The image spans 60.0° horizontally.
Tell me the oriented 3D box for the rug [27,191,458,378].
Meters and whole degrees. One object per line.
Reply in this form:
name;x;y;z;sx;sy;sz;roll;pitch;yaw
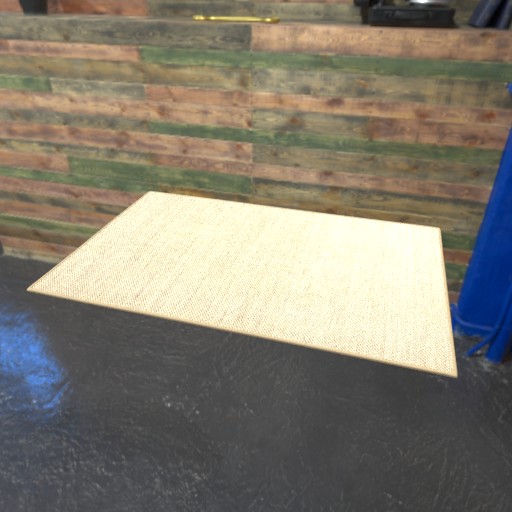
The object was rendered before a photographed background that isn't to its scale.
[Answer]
rug;0.000;0.000;2.053;1.667;0.013;1.062;9;33;14
